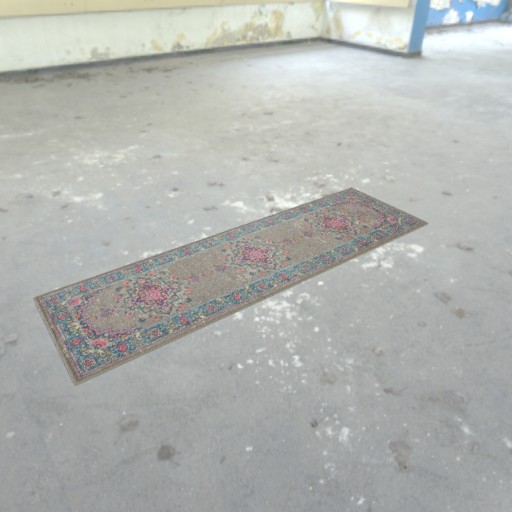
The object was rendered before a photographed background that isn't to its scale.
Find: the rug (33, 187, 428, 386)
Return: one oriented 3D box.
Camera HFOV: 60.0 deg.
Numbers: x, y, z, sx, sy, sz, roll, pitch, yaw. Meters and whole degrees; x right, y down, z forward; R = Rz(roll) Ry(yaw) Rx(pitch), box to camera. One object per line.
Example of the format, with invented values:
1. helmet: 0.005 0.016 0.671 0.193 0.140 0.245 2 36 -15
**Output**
1. rug: 0.000 0.000 2.049 1.827 0.012 0.553 -22 39 -29
